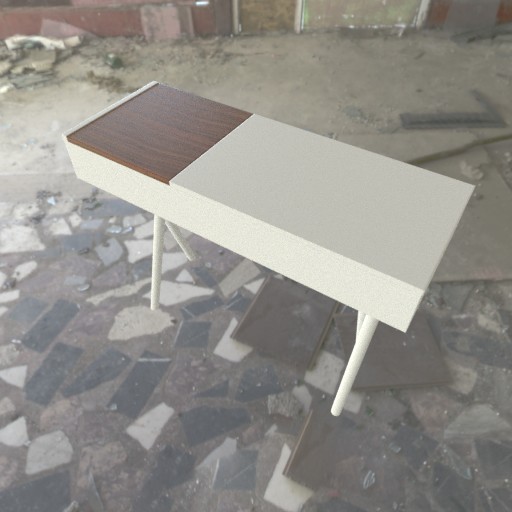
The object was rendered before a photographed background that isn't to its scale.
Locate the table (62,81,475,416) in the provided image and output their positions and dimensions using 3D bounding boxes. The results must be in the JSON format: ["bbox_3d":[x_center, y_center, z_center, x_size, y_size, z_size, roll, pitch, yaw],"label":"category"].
[{"bbox_3d":[0.000,0.000,1.486,1.066,0.785,0.418,25,52,22],"label":"table"}]
